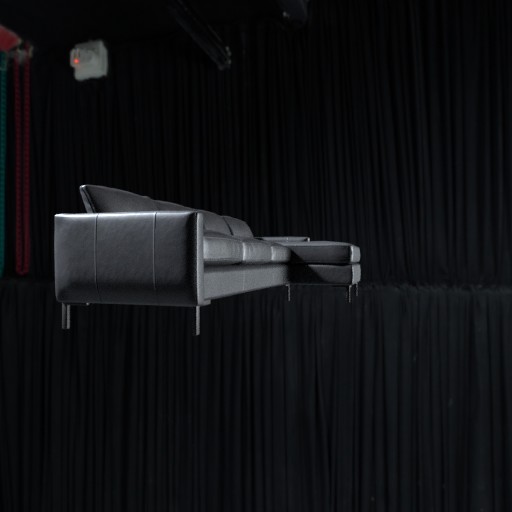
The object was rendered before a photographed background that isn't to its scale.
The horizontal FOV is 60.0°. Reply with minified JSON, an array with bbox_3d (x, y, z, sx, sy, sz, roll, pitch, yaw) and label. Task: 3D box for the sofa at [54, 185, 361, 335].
[{"bbox_3d":[0.000,0.000,3.704,1.471,0.859,2.993,0,0,18],"label":"sofa"}]
